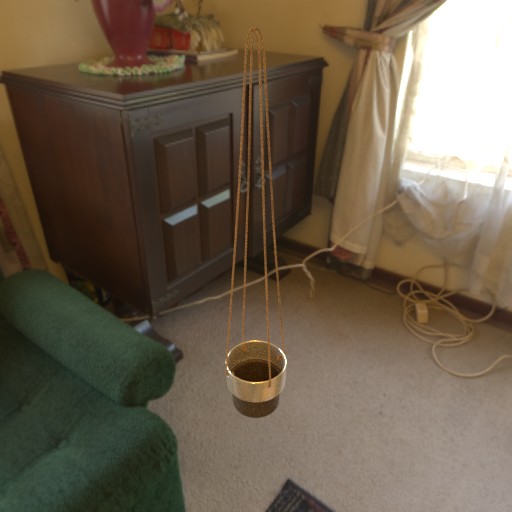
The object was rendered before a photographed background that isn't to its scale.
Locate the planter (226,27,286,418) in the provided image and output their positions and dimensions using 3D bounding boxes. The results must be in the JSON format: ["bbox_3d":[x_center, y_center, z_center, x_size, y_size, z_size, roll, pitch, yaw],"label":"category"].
[{"bbox_3d":[0.000,0.000,1.169,0.187,1.073,0.187,10,32,17],"label":"planter"}]
